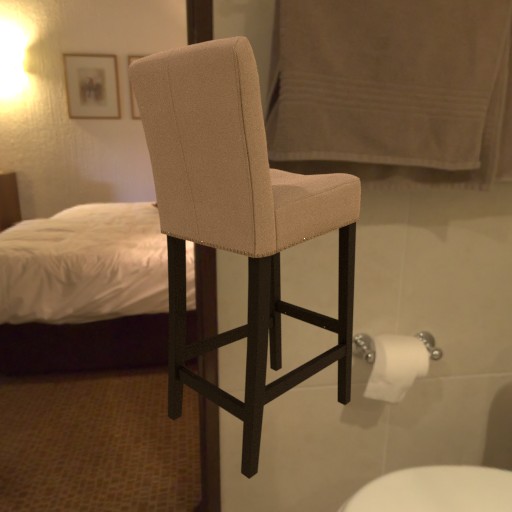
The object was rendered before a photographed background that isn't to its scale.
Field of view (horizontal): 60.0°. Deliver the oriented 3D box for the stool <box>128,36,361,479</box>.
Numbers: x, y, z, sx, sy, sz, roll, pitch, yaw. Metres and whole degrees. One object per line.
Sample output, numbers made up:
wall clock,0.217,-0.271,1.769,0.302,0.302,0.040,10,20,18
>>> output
stool,0.000,0.000,1.283,0.548,1.047,0.411,-14,21,-43
